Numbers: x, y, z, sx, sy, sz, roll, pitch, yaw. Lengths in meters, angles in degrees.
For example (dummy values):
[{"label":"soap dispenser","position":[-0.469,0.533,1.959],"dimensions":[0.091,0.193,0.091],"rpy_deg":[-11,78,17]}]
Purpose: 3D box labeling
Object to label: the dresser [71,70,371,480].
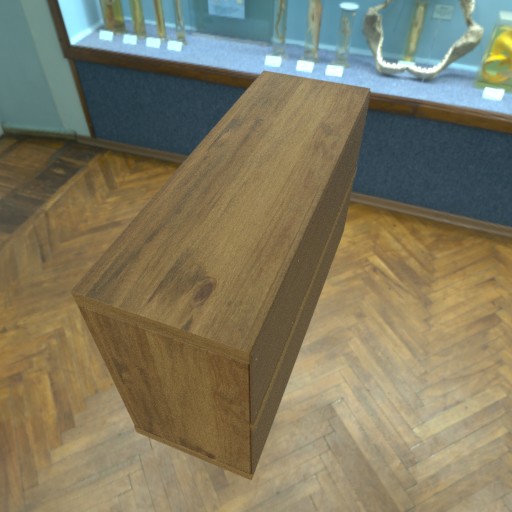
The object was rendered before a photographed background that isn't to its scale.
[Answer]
[{"label":"dresser","position":[0.000,0.000,1.663],"dimensions":[0.479,0.825,1.261],"rpy_deg":[16,48,15]}]
